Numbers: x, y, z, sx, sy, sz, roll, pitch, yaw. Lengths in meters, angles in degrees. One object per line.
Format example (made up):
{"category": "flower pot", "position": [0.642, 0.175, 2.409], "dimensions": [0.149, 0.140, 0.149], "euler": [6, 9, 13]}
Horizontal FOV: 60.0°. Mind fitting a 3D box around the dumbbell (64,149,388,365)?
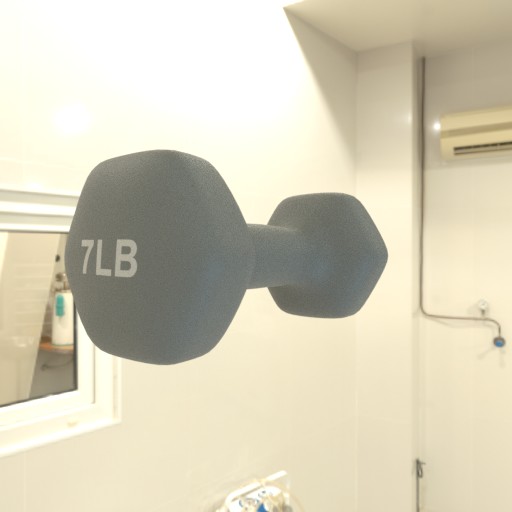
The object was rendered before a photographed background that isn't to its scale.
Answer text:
{"category": "dumbbell", "position": [0.000, 0.000, 0.235], "dimensions": [0.090, 0.081, 0.184], "euler": [0, 0, 37]}
